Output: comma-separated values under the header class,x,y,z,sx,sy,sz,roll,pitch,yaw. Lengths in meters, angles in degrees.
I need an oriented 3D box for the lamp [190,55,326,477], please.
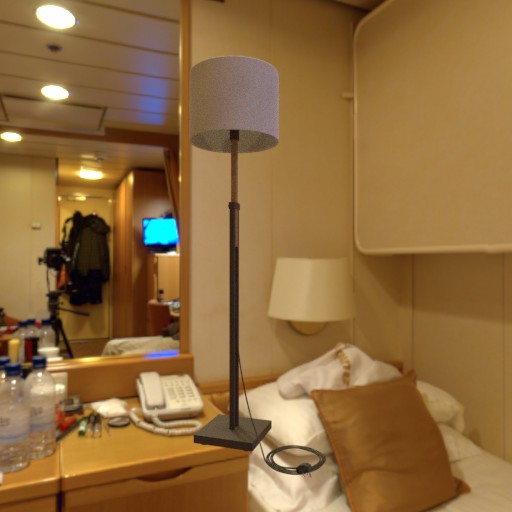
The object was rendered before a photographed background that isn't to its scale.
class,x,y,z,sx,sy,sz,roll,pitch,yaw
lamp,0.000,0.000,1.952,0.639,1.650,0.474,0,-1,19
